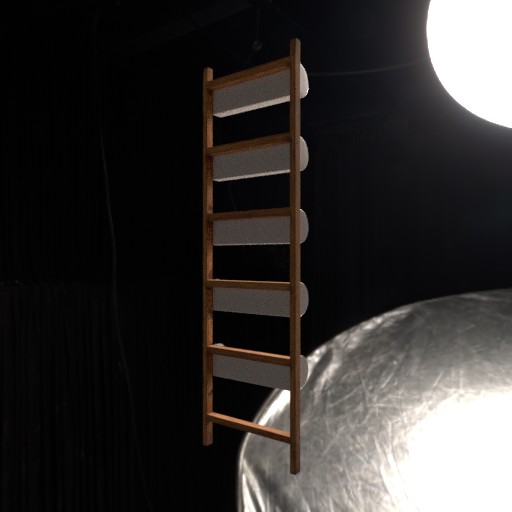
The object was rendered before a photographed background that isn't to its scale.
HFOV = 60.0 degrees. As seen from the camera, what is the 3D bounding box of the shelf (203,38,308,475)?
[{"bbox_3d":[0.000,0.000,1.808,0.454,1.600,0.141,0,0,36],"label":"shelf"}]
